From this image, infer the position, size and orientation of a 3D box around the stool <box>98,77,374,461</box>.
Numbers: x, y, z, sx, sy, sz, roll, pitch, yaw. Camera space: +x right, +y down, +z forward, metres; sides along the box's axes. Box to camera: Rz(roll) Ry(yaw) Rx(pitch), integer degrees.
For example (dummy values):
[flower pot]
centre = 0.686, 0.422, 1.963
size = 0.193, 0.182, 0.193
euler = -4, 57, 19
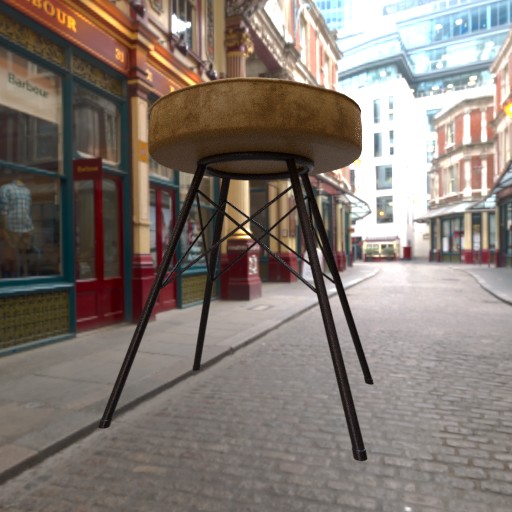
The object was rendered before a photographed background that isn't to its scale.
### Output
[stool]
centre = 0.000, 0.000, 0.906
size = 0.472, 0.595, 0.438
euler = 0, 0, 18
